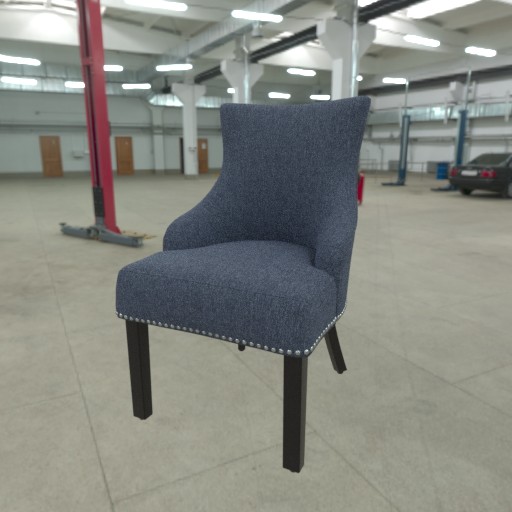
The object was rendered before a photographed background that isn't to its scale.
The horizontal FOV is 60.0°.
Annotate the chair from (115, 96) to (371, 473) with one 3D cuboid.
[{"bbox_3d":[0.000,0.000,1.297,0.566,0.909,0.629,7,15,26],"label":"chair"}]
